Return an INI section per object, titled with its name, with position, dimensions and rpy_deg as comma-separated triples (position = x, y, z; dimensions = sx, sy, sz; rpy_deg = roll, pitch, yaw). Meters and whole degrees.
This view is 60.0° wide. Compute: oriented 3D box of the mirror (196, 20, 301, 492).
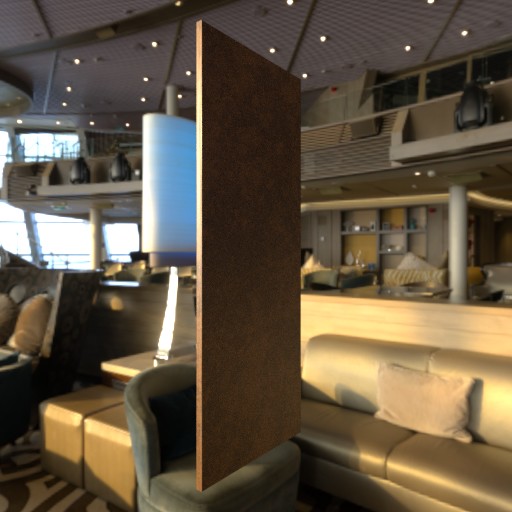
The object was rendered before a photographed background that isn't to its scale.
[mirror]
position = 0.000, 0.000, 2.240
dimensions = 0.032, 2.031, 0.812
rpy_deg = 0, 0, 37
